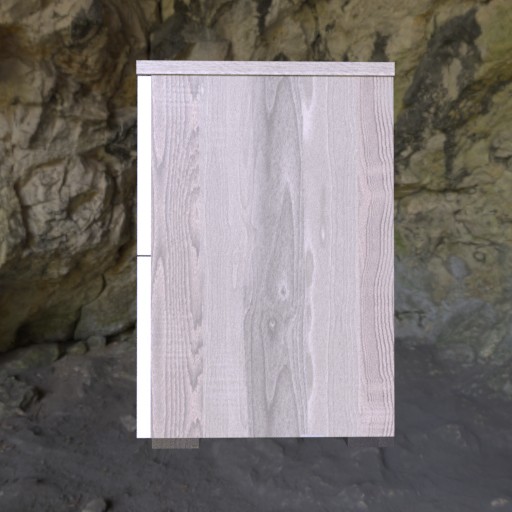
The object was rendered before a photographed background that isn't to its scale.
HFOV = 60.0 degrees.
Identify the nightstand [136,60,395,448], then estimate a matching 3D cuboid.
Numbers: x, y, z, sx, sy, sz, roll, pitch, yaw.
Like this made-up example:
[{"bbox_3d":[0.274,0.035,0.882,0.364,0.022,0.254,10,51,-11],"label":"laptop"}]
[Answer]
[{"bbox_3d":[0.000,0.000,0.748,0.325,0.461,0.442,0,-1,-1],"label":"nightstand"}]
